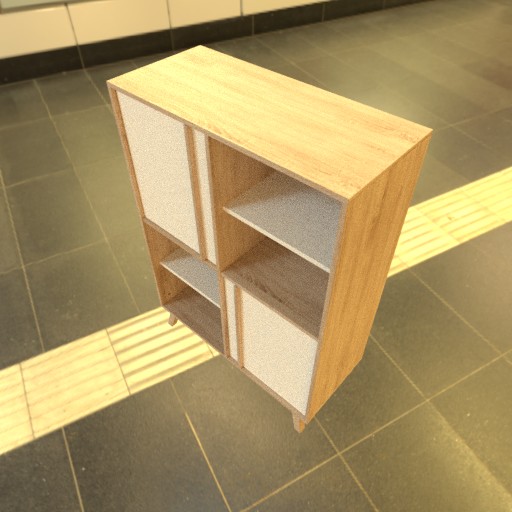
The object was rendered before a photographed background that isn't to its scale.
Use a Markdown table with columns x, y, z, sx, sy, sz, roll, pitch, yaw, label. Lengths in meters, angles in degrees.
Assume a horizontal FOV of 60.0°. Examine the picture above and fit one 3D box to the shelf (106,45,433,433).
| x | y | z | sx | sy | sz | roll | pitch | yaw | label |
| --- | --- | --- | --- | --- | --- | --- | --- | --- | --- |
| 0.000 | 0.000 | 1.915 | 1.000 | 1.390 | 0.450 | 32 | 53 | 28 | shelf |
